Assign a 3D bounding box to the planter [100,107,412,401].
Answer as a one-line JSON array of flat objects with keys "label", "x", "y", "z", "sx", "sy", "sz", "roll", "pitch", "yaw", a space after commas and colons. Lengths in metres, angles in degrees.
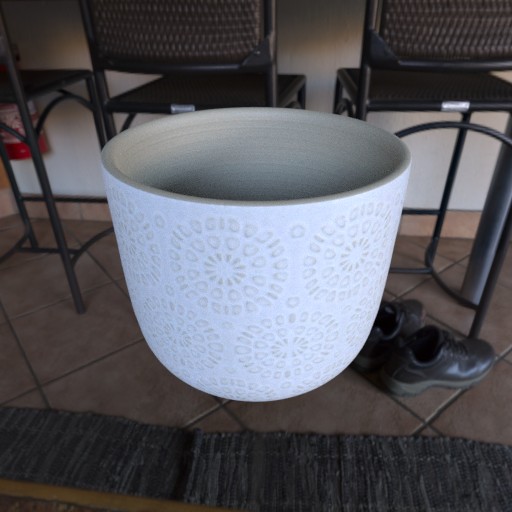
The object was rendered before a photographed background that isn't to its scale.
[{"label": "planter", "x": 0.000, "y": 0.000, "z": 0.291, "sx": 0.170, "sy": 0.152, "sz": 0.170, "roll": 0, "pitch": 31, "yaw": 0}]
